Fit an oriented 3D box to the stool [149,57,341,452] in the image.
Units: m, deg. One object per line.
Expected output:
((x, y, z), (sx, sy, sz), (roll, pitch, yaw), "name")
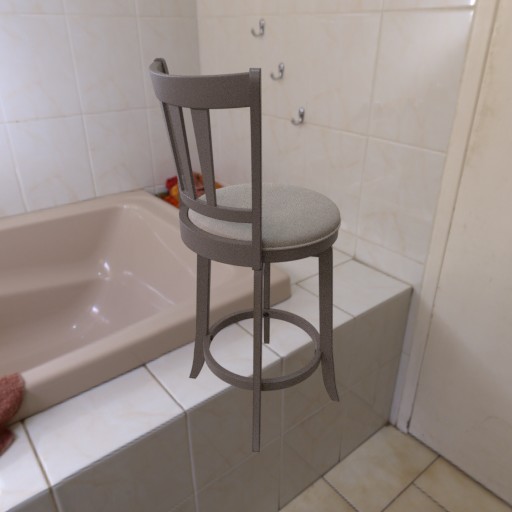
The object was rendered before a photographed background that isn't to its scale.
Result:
((0.000, 0.000, 1.262), (0.475, 1.023, 0.436), (-19, 32, -32), "stool")
